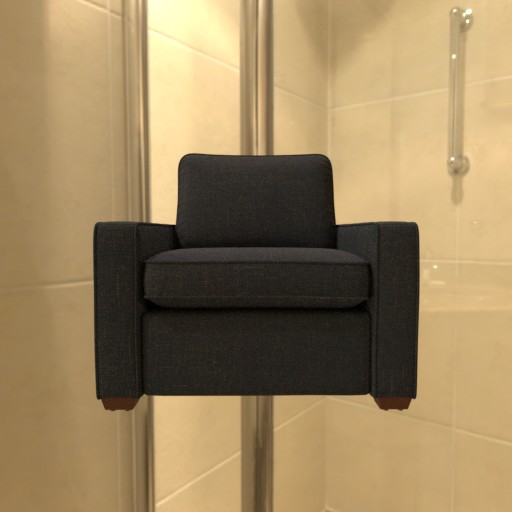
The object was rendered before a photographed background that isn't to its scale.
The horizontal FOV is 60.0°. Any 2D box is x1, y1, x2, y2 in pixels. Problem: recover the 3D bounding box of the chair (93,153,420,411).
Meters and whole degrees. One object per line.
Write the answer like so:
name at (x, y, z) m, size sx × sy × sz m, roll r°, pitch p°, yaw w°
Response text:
chair at (0.000, 0.000, 1.782) m, size 1.017 × 0.919 × 0.940 m, roll 0°, pitch 3°, yaw 0°
